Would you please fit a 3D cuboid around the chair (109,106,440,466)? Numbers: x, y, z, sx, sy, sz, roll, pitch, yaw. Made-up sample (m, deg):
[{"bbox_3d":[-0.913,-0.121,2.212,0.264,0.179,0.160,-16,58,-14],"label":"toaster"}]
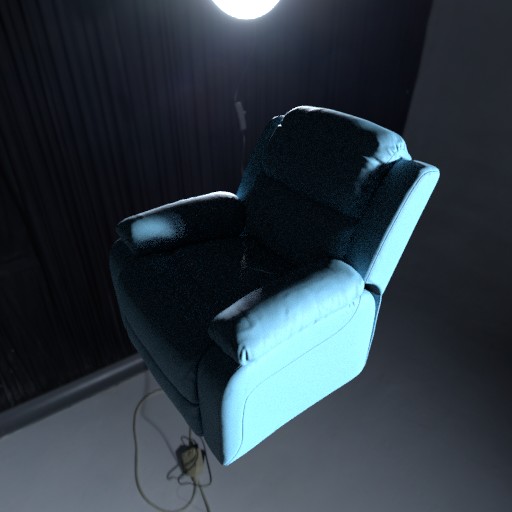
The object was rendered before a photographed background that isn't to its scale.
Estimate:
[{"bbox_3d":[0.000,0.000,1.251,0.709,0.702,0.680,-21,38,-30],"label":"chair"}]
